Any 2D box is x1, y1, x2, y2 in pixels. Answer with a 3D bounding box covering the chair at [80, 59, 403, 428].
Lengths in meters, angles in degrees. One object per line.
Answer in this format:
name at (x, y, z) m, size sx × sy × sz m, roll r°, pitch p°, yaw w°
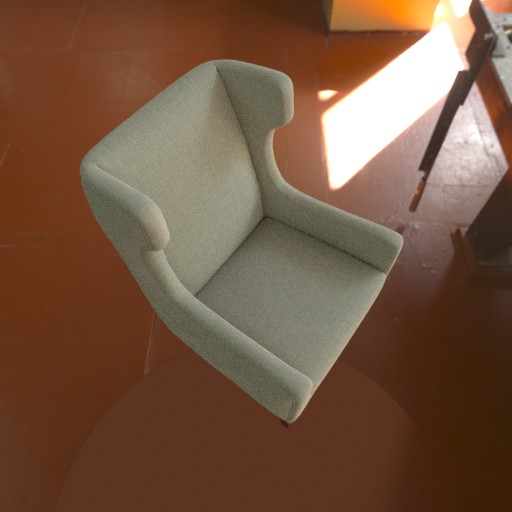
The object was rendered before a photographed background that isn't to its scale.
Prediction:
chair at (0.000, 0.000, 1.693) m, size 0.899 × 1.079 × 0.778 m, roll 31°, pitch 63°, yaw 18°
